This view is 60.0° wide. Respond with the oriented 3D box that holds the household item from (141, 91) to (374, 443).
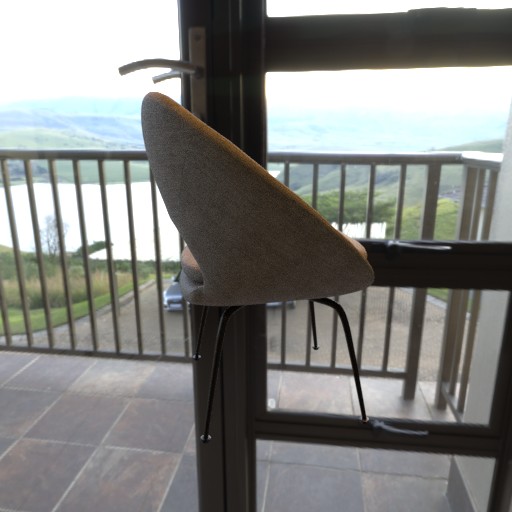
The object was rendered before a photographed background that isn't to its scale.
[{"bbox_3d":[0.000,0.000,1.269,0.587,0.869,0.643,-3,16,-10],"label":"household item"}]
